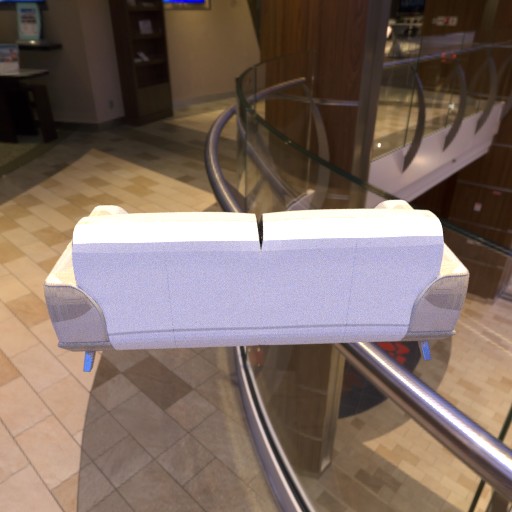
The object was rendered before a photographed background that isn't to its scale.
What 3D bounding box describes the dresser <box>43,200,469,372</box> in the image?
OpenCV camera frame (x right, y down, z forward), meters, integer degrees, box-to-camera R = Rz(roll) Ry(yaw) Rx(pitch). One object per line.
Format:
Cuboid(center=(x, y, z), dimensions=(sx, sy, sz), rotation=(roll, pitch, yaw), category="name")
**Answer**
Cuboid(center=(0.000, 0.000, 5.850), dimensions=(4.679, 1.863, 2.251), rotation=(-1, 29, -2), category="dresser")
